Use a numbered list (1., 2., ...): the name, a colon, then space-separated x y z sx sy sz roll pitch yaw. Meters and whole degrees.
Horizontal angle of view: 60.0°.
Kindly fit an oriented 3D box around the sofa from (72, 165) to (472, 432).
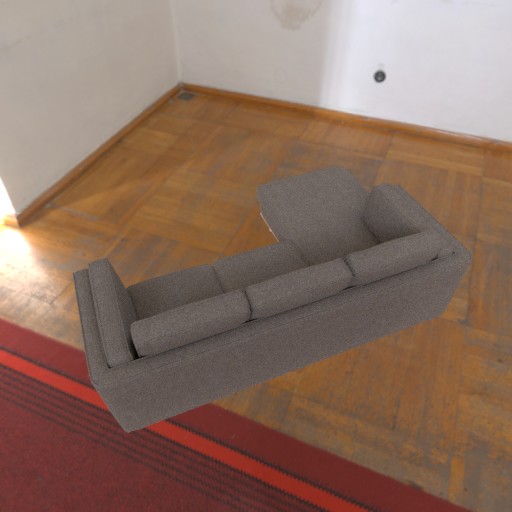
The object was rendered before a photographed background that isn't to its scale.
1. sofa: 0.000 0.000 3.206 2.411 0.929 1.604 -16 48 -15
